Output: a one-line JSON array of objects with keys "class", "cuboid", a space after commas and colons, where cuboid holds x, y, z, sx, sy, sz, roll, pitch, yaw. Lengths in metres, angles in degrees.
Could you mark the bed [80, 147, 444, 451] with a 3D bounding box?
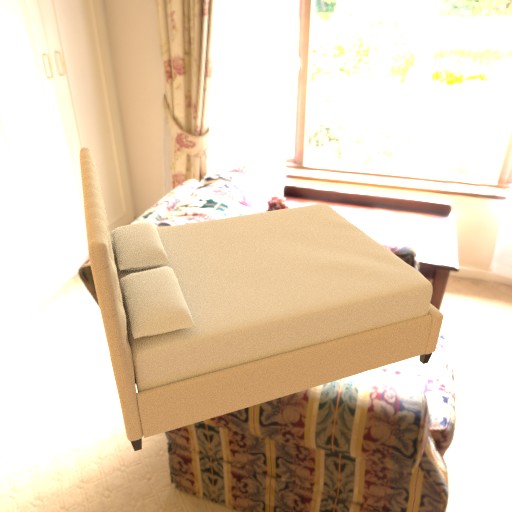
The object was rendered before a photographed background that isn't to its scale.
[{"class": "bed", "cuboid": [0.000, 0.000, 3.330, 2.233, 1.426, 1.696, -10, 31, -18]}]
